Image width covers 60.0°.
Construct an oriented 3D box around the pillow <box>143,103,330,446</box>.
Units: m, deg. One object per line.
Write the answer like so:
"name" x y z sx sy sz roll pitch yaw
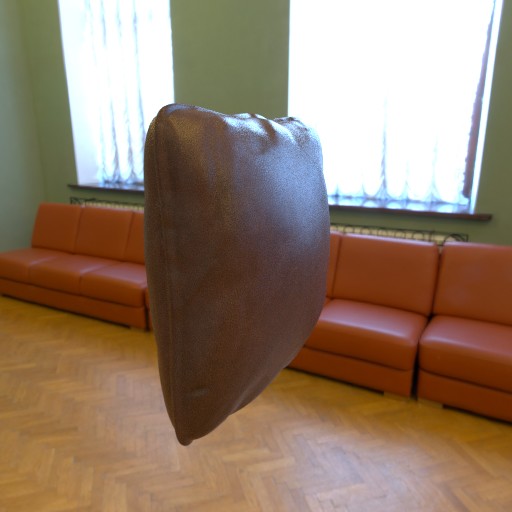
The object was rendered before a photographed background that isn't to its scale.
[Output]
"pillow" 0.000 0.000 0.843 0.236 0.523 0.532 8 17 27
